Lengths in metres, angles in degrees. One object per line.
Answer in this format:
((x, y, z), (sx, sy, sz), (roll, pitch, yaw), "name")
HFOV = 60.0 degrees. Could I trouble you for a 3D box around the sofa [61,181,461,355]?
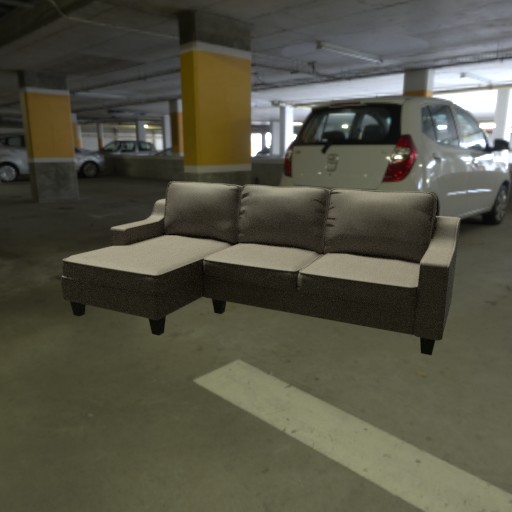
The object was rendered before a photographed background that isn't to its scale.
((0.000, 0.000, 3.174), (2.561, 0.928, 1.294), (7, 16, 26), "sofa")
